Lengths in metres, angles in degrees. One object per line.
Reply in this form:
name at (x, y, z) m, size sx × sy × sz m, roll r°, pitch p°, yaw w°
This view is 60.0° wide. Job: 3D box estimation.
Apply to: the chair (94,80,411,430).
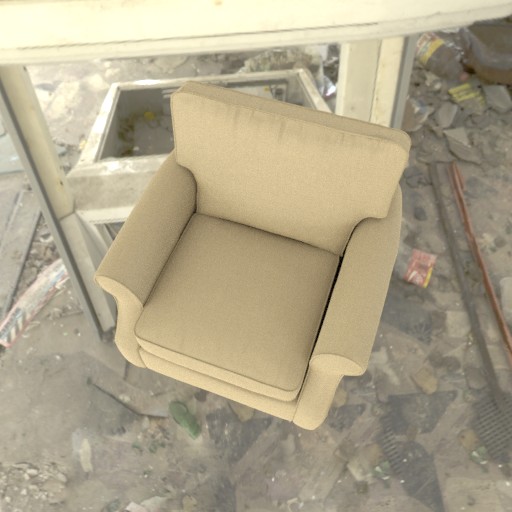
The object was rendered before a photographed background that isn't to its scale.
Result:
chair at (0.000, 0.000, 1.765) m, size 1.029 × 0.967 × 0.966 m, roll 17°, pitch 60°, yaw 10°
